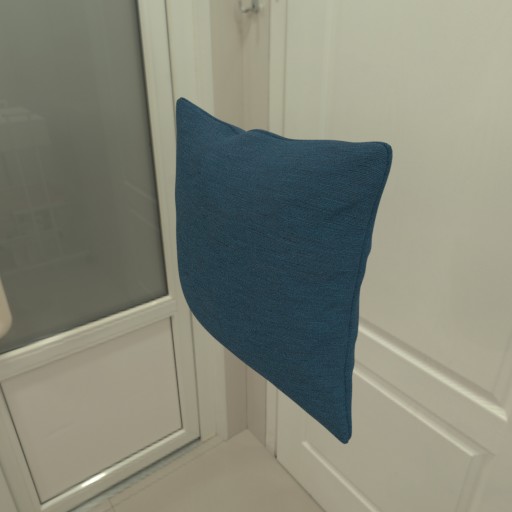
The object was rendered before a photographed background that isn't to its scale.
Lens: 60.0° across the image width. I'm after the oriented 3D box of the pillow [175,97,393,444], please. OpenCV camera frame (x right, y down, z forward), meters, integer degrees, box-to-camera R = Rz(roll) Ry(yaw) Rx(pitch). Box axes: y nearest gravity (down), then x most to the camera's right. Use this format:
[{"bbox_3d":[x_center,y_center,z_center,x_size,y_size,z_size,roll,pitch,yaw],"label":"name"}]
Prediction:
[{"bbox_3d":[0.000,0.000,0.679,0.177,0.420,0.437,-19,32,-33],"label":"pillow"}]
